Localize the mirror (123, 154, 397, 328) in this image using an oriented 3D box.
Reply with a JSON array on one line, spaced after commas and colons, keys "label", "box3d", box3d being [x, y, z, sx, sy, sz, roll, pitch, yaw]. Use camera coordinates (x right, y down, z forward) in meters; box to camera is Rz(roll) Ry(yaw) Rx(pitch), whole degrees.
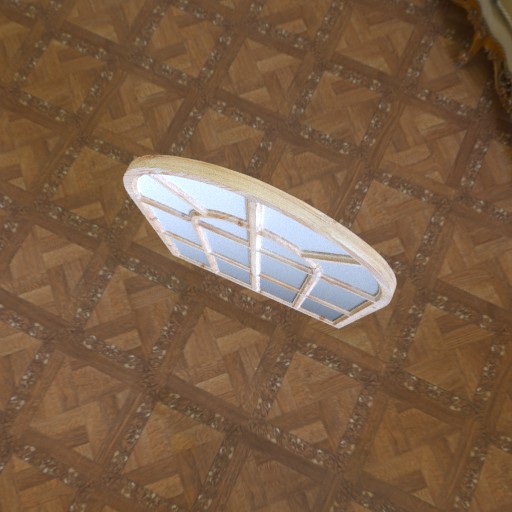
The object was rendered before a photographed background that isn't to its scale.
[{"label": "mirror", "box3d": [0.000, 0.000, 1.168, 0.660, 0.920, 0.032, 24, 77, 6]}]
